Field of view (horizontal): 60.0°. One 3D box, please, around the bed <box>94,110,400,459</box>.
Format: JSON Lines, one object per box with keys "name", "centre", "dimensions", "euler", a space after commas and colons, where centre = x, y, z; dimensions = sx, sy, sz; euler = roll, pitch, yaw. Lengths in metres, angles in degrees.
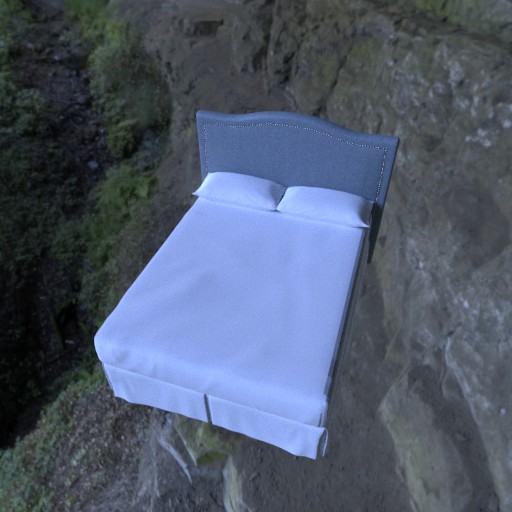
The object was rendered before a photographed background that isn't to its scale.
{"name": "bed", "centre": [0.000, 0.000, 3.423], "dimensions": [1.753, 1.460, 2.143], "euler": [12, 43, 14]}
